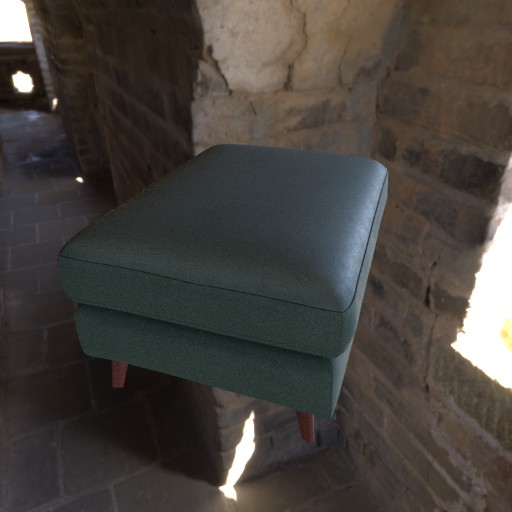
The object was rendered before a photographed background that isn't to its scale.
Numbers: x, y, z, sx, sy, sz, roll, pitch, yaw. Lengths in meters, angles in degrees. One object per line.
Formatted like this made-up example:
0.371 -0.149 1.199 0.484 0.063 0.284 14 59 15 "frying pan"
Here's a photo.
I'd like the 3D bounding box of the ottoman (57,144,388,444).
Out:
0.000 0.000 1.186 0.608 0.449 0.811 10 31 17 "ottoman"
